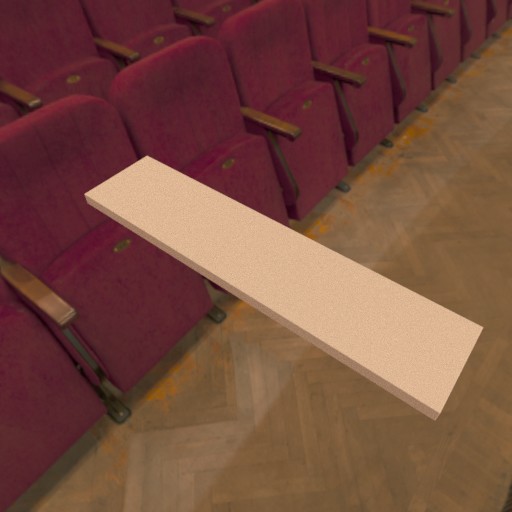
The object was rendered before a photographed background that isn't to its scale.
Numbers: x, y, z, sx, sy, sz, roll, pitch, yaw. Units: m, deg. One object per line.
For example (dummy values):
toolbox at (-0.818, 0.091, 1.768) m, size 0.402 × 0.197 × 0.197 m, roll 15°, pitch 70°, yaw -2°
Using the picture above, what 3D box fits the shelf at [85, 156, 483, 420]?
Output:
shelf at (0.000, 0.000, 0.650) m, size 0.610 × 0.020 × 0.140 m, roll 29°, pitch 53°, yaw 25°
